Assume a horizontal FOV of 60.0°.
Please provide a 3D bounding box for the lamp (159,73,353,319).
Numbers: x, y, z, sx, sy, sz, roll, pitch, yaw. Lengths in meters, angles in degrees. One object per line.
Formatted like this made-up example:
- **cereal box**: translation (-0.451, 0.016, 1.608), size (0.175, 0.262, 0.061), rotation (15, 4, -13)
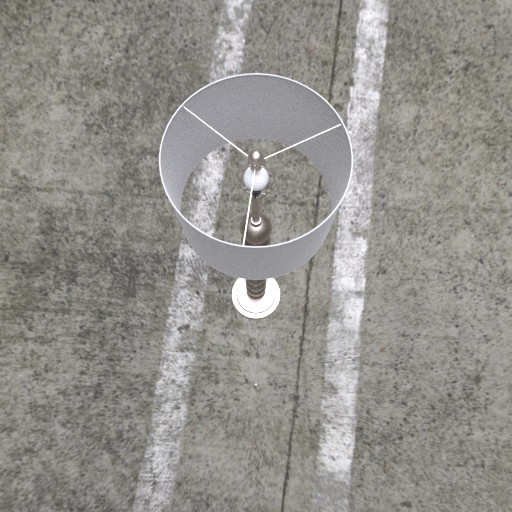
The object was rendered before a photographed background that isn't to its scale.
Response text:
- **lamp**: translation (0.000, 0.000, 1.595), size (0.394, 1.474, 0.394), rotation (7, 74, 2)
